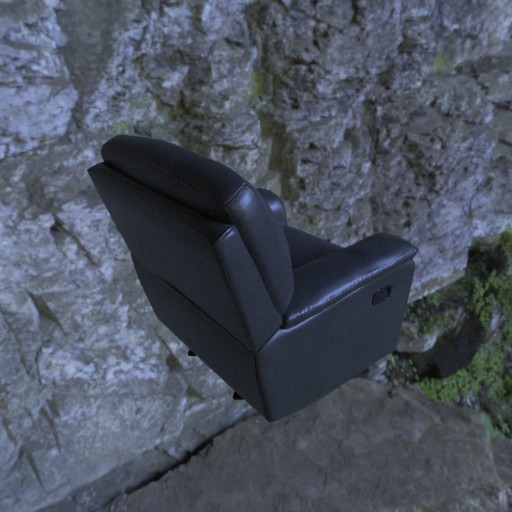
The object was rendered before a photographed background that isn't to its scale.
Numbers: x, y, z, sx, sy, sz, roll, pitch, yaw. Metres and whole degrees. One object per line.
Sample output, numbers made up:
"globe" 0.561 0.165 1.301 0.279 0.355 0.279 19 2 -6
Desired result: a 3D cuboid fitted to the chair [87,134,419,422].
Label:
"chair" 0.000 0.000 2.020 1.087 1.109 1.096 -19 31 -34
